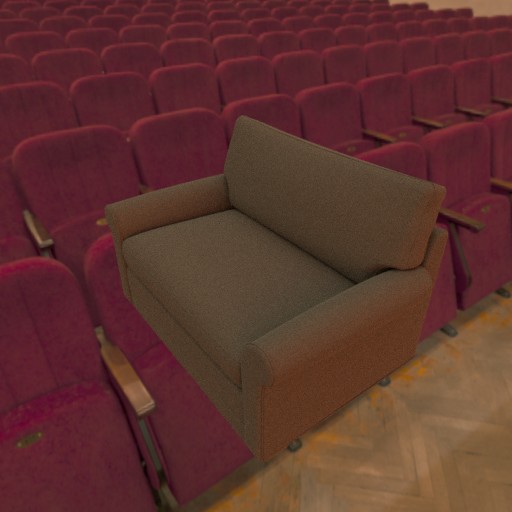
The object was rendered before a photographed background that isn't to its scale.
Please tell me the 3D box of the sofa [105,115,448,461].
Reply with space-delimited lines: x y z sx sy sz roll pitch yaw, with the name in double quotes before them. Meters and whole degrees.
"sofa" 0.000 0.000 2.070 0.940 0.953 1.410 -21 37 -30
